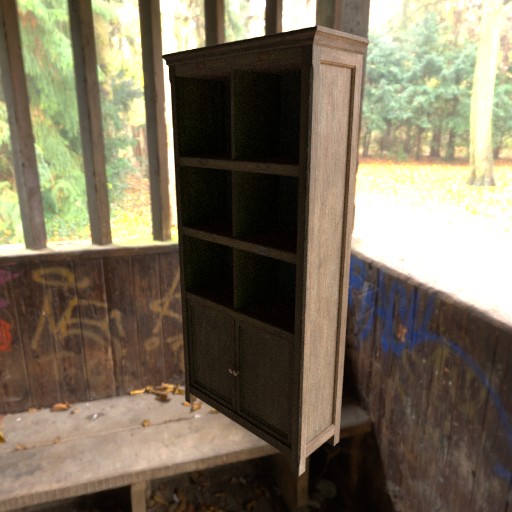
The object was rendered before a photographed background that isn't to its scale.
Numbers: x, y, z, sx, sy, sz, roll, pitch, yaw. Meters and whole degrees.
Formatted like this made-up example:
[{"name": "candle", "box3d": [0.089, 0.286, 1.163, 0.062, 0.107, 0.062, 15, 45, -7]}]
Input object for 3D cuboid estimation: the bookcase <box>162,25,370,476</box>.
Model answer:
[{"name": "bookcase", "box3d": [0.000, 0.000, 2.173, 0.906, 1.880, 0.348, 15, 22, 42]}]
